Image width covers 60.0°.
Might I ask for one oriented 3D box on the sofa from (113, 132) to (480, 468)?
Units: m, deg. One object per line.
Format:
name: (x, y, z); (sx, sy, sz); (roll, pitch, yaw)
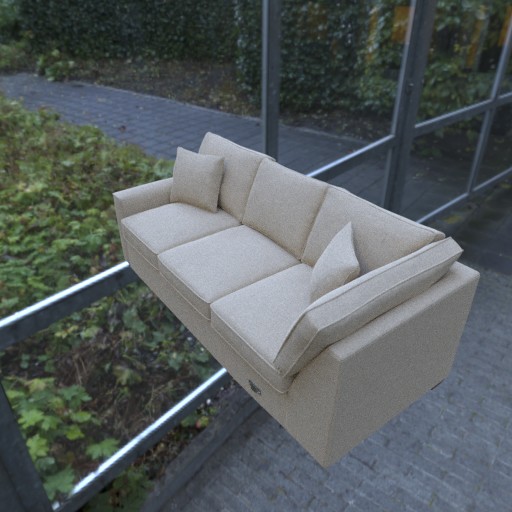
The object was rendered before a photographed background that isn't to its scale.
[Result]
sofa: (0.000, 0.000, 2.829); (1.061, 0.962, 2.317); (-22, 38, -31)
